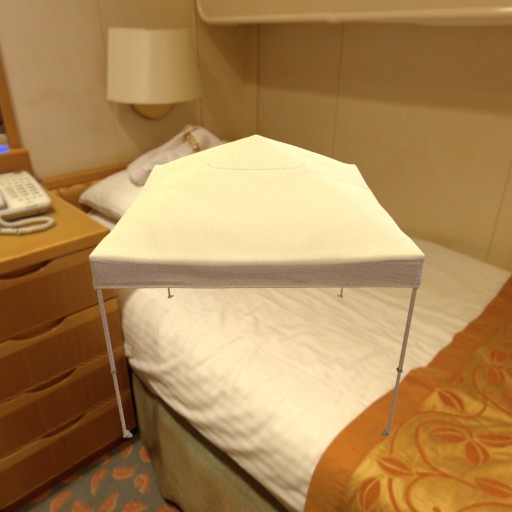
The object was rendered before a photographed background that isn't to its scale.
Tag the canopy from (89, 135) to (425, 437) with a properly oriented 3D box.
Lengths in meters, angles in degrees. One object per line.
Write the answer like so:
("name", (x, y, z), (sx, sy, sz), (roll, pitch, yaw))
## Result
("canopy", (0.000, 0.000, 5.564), (2.998, 2.997, 2.996), (0, 27, 0))
